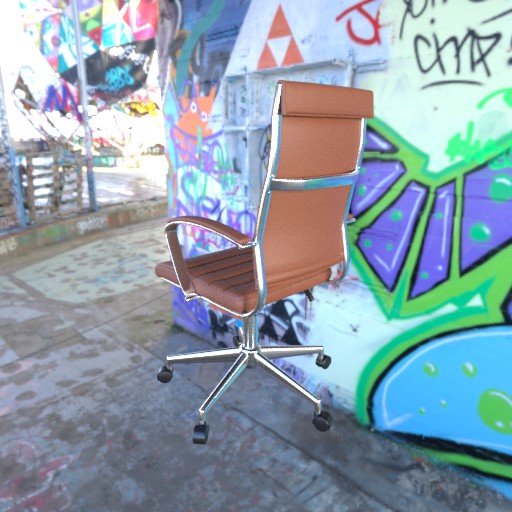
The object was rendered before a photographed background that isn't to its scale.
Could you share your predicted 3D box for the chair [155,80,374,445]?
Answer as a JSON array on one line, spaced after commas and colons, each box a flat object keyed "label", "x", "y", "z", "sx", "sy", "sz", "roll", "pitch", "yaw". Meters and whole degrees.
[{"label": "chair", "x": 0.000, "y": 0.000, "z": 1.651, "sx": 0.766, "sy": 1.149, "sz": 0.739, "roll": -15, "pitch": 22, "yaw": -43}]
